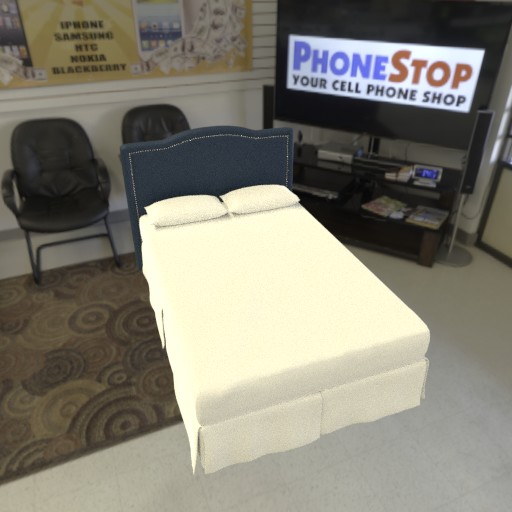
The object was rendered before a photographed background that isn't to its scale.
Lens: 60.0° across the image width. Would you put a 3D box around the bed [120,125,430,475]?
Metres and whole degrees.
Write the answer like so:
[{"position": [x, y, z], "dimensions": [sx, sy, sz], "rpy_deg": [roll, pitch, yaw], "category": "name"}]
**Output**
[{"position": [0.000, 0.000, 3.560], "dimensions": [1.741, 1.441, 2.507], "rpy_deg": [-11, 33, -17], "category": "bed"}]
